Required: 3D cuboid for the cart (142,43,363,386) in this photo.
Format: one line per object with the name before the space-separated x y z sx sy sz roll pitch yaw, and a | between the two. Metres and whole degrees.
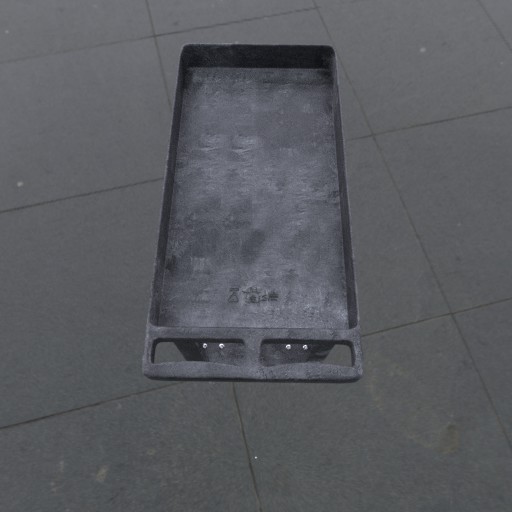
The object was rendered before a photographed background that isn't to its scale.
cart | 0.000 0.000 1.378 0.420 0.824 0.877 1 66 0
